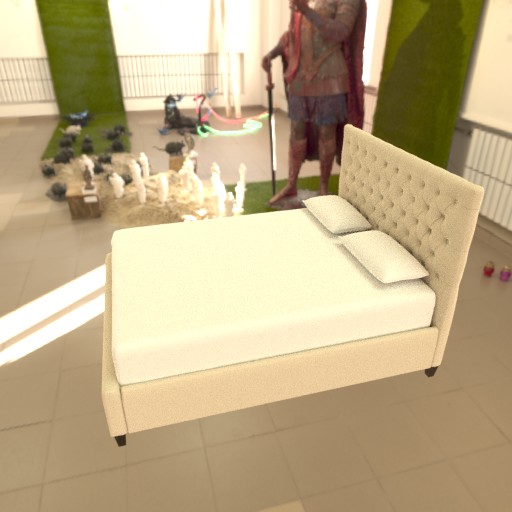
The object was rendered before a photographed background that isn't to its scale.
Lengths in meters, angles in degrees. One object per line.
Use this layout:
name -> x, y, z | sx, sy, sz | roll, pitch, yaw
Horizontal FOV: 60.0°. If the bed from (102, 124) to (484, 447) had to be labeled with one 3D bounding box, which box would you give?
bed -> 0.000, 0.000, 3.252 | 2.233, 1.426, 1.696 | -8, 30, -14
